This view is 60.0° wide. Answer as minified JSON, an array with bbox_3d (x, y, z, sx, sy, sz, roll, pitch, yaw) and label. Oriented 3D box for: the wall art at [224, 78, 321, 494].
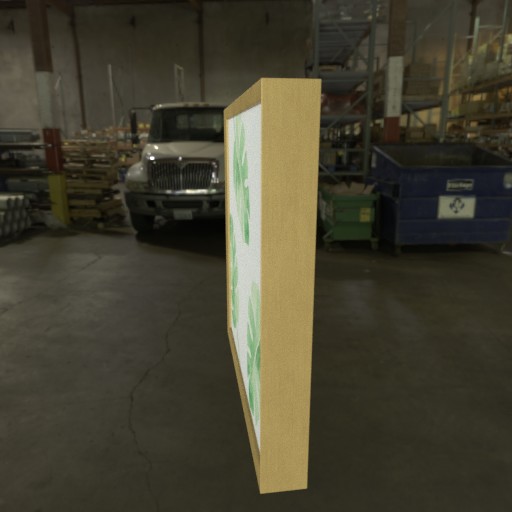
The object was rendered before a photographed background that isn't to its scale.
[{"bbox_3d":[0.000,0.000,0.457,0.038,0.305,0.305,-2,15,-8],"label":"wall art"}]
